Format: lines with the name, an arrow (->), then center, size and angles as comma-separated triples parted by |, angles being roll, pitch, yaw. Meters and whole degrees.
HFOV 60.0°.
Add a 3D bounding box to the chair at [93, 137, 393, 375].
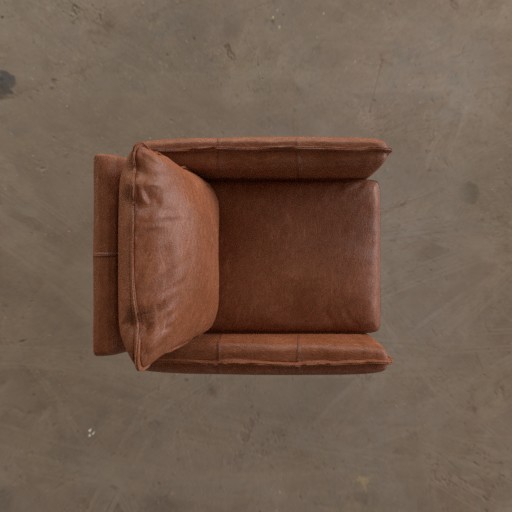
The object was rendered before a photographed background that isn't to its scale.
chair -> 0.000, 0.000, 1.593 | 0.922, 0.922, 0.830 | 0, 89, 0
